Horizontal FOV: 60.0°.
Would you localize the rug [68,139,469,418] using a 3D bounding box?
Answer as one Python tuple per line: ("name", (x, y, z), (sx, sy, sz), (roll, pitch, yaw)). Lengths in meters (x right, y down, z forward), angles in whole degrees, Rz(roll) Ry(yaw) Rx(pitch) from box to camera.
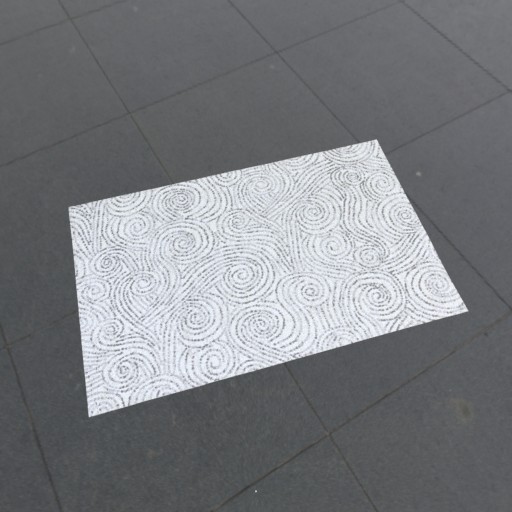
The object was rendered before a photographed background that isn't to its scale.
("rug", (0.000, 0.000, 3.062), (2.439, 0.005, 1.524), (-14, 63, -7))
